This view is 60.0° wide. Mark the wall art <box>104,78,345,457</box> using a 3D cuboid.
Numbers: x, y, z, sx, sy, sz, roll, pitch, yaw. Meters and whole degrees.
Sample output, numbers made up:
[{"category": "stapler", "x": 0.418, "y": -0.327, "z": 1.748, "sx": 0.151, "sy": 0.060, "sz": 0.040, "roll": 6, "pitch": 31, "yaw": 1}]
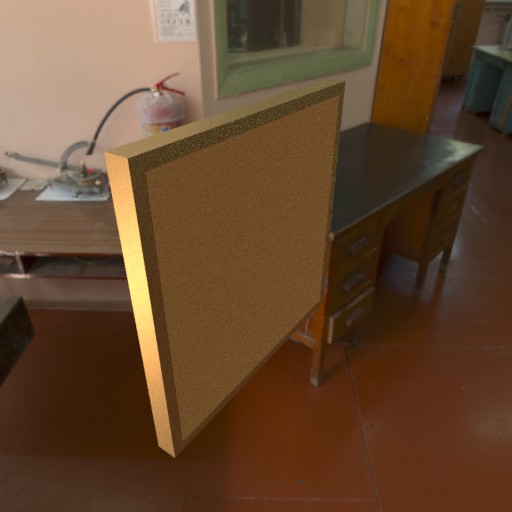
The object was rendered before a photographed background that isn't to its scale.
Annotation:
[{"category": "wall art", "x": 0.000, "y": 0.000, "z": 1.961, "sx": 0.095, "sy": 1.284, "sz": 1.284, "roll": 21, "pitch": 37, "yaw": 30}]
